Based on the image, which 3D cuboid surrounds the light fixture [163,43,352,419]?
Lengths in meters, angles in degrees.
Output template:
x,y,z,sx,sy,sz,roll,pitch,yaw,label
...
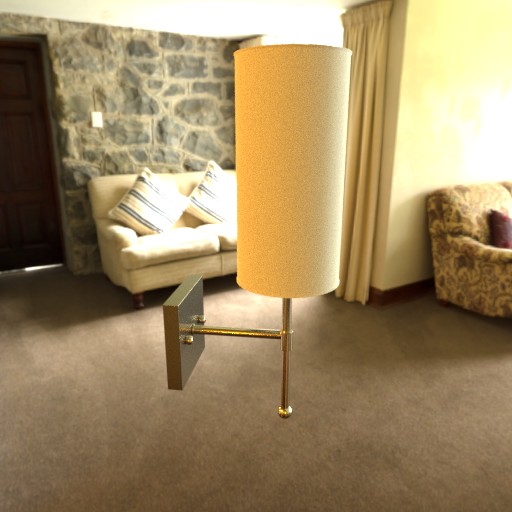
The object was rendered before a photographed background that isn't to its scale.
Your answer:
x,y,z,sx,sy,sz,roll,pitch,yaw,label
0.000,0.000,0.553,0.208,0.462,0.128,2,16,8,light fixture
